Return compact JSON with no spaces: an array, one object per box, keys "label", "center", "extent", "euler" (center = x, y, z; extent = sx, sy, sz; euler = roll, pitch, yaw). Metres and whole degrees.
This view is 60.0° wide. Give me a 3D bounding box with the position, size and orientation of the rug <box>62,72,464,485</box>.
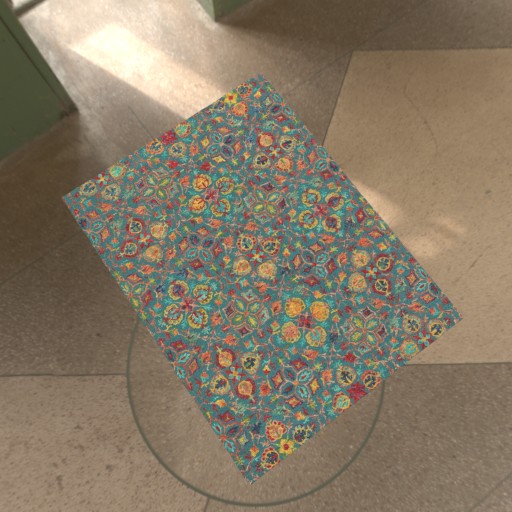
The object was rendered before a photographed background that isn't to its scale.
[{"label":"rug","center":[0.000,0.000,4.236],"extent":[2.434,0.025,3.204],"euler":[-35,79,-8]}]
